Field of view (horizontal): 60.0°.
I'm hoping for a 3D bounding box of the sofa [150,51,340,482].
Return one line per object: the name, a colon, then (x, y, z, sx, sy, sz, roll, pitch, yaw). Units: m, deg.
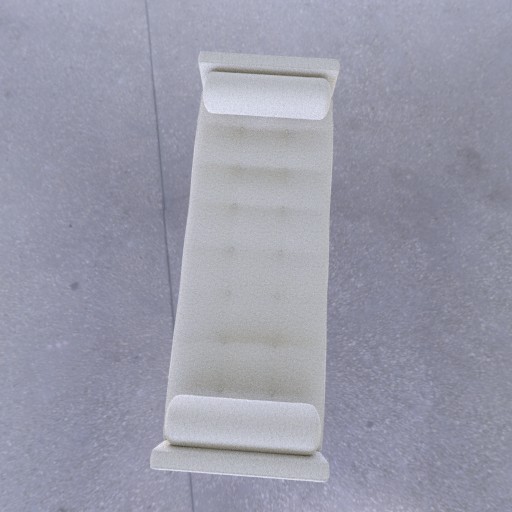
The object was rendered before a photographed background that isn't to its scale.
sofa: (0.000, 0.000, 2.303, 0.746, 0.641, 1.985, 4, 75, 1)
